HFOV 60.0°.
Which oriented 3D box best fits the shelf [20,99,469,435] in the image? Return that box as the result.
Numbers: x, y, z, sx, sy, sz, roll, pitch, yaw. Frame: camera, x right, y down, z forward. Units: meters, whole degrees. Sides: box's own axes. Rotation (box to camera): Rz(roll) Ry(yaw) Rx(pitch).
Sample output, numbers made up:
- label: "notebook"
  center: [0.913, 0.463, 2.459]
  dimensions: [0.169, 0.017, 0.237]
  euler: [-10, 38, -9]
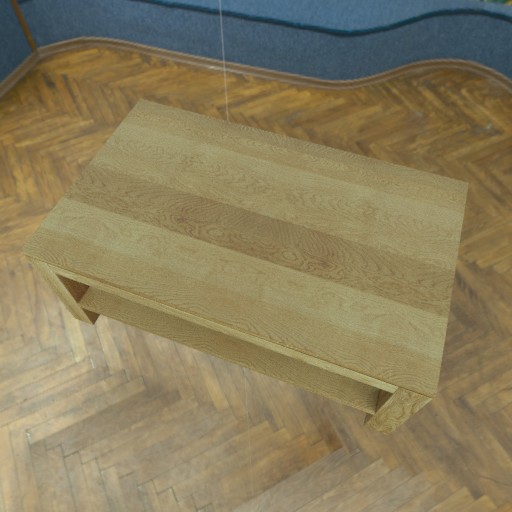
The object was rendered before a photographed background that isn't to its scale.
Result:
- label: "shelf"
  center: [0.000, 0.000, 1.497]
  dimensions: [1.150, 0.450, 0.700]
  euler: [17, 59, 11]
